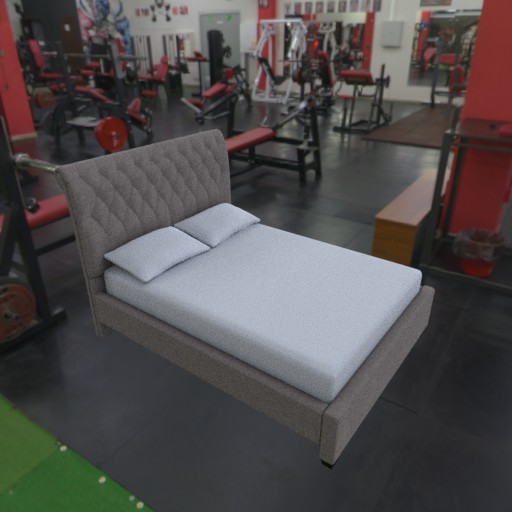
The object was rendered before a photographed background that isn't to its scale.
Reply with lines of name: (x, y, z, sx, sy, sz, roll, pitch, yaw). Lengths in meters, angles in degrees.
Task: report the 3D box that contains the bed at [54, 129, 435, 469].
bed: (0.000, 0.000, 3.320, 2.252, 1.371, 1.645, 19, 32, 32)
